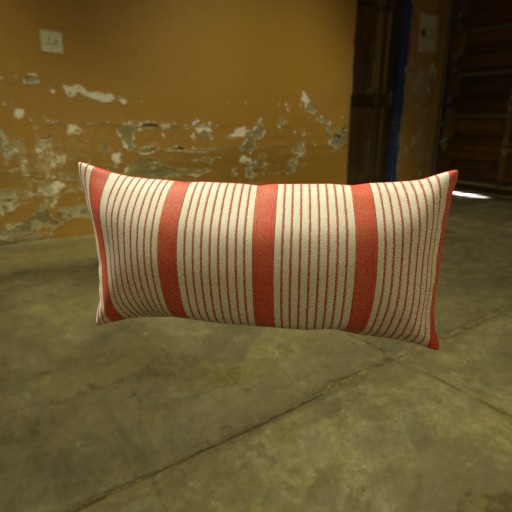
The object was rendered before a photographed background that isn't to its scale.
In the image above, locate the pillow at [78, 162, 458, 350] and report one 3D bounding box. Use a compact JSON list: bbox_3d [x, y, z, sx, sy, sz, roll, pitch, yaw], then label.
[{"bbox_3d":[0.000,0.000,0.735,0.608,0.297,0.151,3,16,9],"label":"pillow"}]
